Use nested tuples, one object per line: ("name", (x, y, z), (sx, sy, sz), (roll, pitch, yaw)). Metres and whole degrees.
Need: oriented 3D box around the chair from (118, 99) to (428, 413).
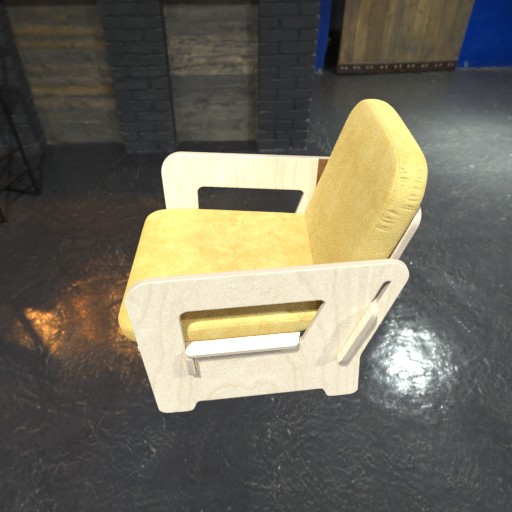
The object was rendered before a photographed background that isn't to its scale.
("chair", (0.000, 0.000, 1.273), (0.710, 0.800, 0.590), (-1, 40, -1))
